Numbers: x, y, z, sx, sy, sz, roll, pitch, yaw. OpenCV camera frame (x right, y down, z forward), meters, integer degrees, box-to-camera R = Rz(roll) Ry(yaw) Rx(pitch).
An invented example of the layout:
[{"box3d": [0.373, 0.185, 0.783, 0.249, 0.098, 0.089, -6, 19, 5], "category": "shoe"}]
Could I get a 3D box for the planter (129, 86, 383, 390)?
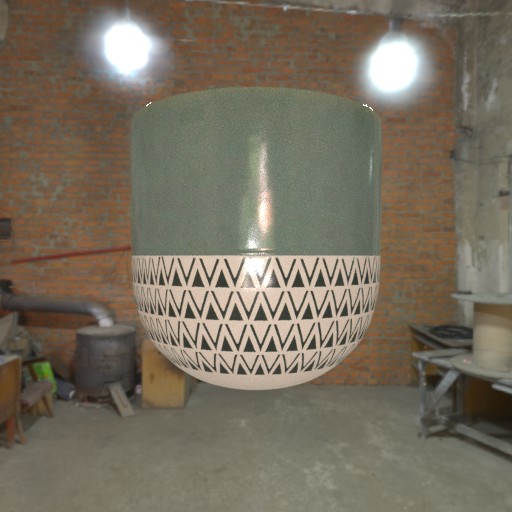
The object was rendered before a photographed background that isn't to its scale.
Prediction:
[{"box3d": [0.000, 0.000, 0.484, 0.266, 0.270, 0.266, 0, 0, 0], "category": "planter"}]
